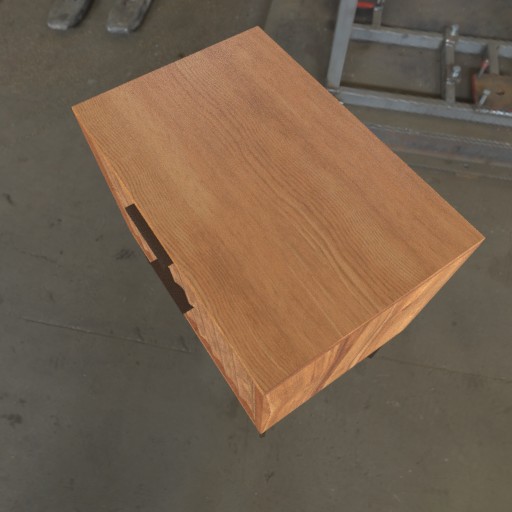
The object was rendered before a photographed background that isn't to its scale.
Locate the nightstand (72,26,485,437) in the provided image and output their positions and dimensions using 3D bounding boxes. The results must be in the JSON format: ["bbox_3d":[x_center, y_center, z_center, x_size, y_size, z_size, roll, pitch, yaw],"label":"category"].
[{"bbox_3d":[0.000,0.000,1.006,0.427,0.615,0.613,-31,66,-15],"label":"nightstand"}]
